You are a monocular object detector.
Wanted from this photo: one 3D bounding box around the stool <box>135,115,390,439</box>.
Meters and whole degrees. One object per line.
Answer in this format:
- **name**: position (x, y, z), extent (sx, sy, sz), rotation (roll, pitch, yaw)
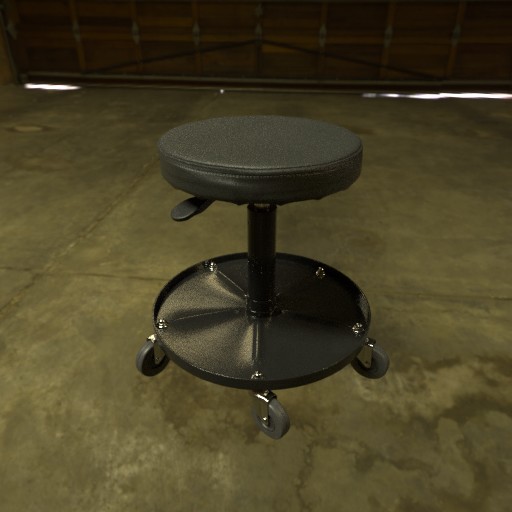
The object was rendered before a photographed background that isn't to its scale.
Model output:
- **stool**: position (0.000, 0.000, 0.675), extent (0.382, 0.365, 0.381), rotation (-21, 35, -33)
